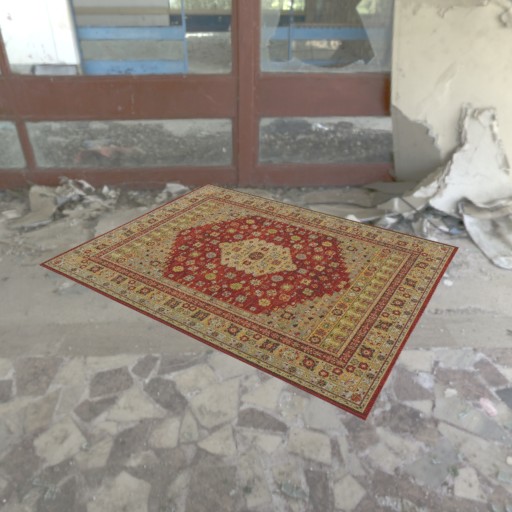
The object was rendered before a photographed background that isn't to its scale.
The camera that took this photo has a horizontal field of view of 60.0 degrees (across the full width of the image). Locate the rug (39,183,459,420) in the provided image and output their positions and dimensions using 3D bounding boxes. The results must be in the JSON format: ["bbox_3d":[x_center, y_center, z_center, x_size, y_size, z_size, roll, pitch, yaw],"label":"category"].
[{"bbox_3d":[0.000,0.000,4.073,3.053,0.013,2.387,18,35,28],"label":"rug"}]
